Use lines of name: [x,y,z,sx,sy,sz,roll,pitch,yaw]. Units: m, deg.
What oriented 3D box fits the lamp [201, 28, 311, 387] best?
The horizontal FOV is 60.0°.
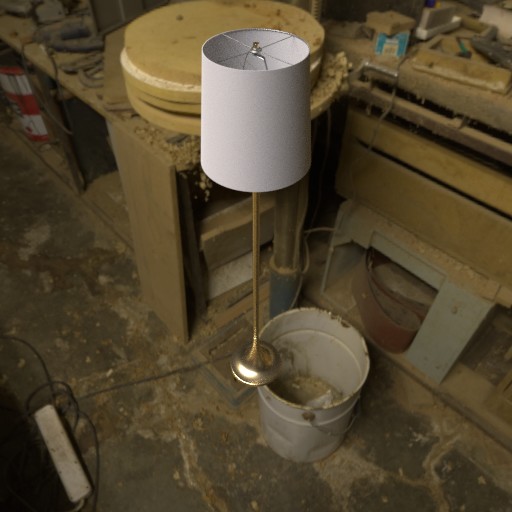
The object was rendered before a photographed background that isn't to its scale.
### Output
lamp: [0.000,0.000,1.672,0.337,1.543,0.337,0,46,0]
